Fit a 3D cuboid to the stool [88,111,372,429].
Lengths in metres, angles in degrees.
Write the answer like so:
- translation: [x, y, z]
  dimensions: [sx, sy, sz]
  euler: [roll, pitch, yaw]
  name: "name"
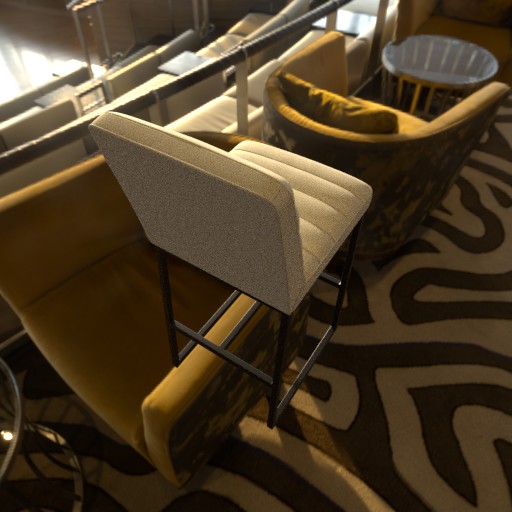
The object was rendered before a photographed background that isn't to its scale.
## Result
- translation: [0.000, 0.000, 1.324]
  dimensions: [0.460, 1.040, 0.560]
  euler: [26, 52, 22]
  name: "stool"
